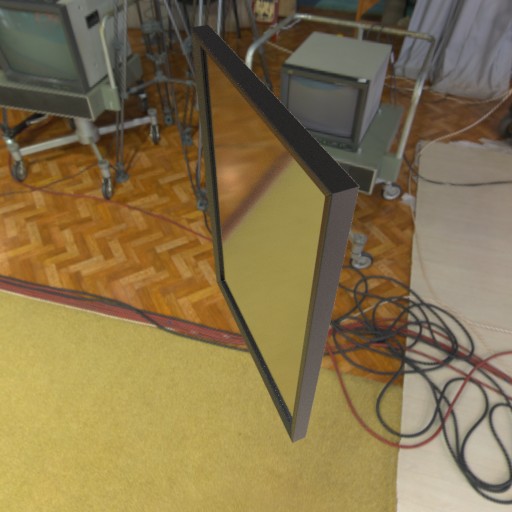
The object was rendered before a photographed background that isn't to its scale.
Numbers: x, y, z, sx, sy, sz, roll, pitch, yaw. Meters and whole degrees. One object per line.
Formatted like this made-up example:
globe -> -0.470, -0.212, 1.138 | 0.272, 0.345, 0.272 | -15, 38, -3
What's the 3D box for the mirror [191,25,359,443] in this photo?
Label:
mirror -> 0.000, 0.000, 0.895 | 0.039, 0.710, 0.507 | -17, 49, -15
